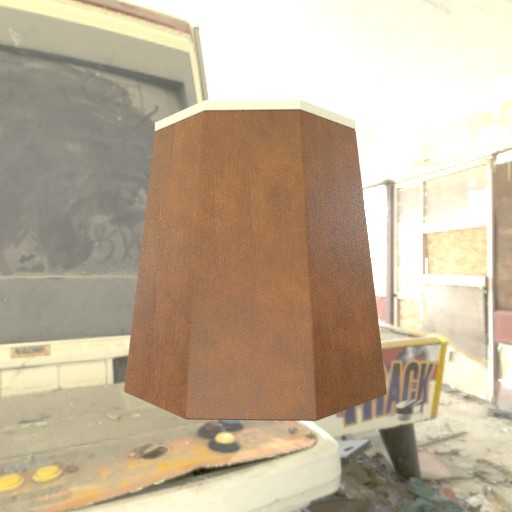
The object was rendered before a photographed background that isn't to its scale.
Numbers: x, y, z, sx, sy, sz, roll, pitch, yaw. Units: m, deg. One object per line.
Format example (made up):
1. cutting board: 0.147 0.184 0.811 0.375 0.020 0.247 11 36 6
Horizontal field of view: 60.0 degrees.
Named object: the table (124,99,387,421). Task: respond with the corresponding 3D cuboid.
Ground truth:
1. table: 0.000 0.000 0.823 0.439 0.457 0.439 0 -1 0
